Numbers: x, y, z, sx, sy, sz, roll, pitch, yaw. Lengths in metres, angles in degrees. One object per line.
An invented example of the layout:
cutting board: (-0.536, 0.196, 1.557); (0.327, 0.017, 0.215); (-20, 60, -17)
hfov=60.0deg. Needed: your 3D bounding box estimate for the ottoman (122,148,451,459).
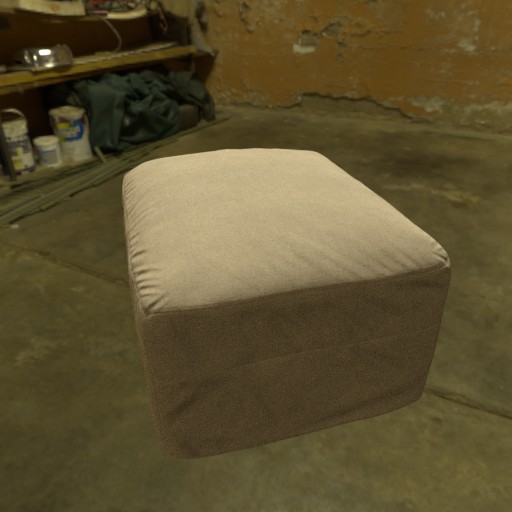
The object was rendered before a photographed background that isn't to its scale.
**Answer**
ottoman: (0.000, 0.000, 1.237); (0.683, 0.481, 0.837); (-8, 31, -14)
